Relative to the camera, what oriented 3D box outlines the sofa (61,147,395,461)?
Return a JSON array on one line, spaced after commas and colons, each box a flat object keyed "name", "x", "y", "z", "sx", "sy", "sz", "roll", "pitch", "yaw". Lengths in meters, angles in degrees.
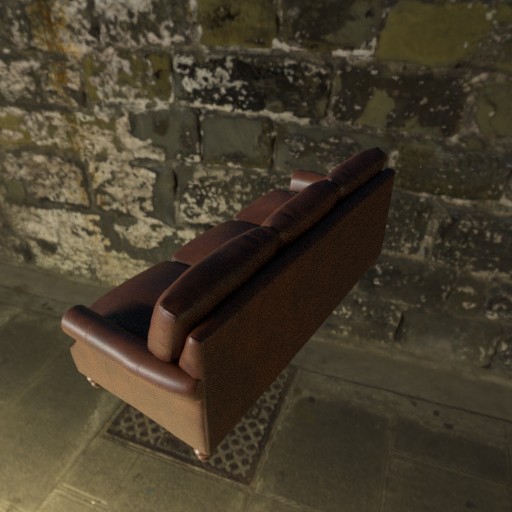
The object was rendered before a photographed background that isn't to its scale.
[{"name": "sofa", "x": 0.000, "y": 0.000, "z": 2.829, "sx": 0.973, "sy": 0.977, "sz": 2.351, "roll": 20, "pitch": 38, "yaw": 29}]
